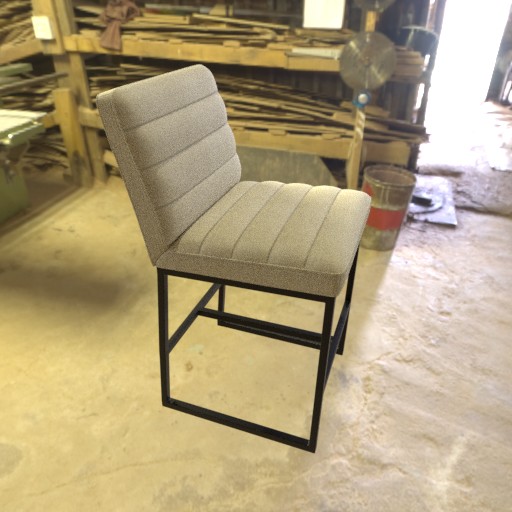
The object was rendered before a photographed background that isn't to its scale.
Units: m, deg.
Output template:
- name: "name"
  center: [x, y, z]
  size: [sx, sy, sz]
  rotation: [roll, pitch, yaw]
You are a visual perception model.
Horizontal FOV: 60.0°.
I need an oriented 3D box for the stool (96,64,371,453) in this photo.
- name: "stool"
  center: [0.000, 0.000, 1.252]
  size: [0.560, 0.940, 0.460]
  rotation: [11, 32, 17]
